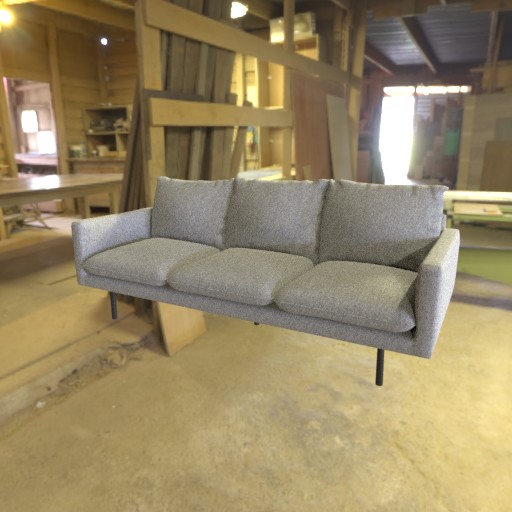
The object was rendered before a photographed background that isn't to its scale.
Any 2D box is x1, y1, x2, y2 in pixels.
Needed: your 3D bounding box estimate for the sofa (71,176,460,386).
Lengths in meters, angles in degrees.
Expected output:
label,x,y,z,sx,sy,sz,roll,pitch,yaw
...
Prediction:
label,x,y,z,sx,sy,sz,roll,pitch,yaw
sofa,0.000,0.000,2.472,2.000,0.830,0.850,8,16,27
